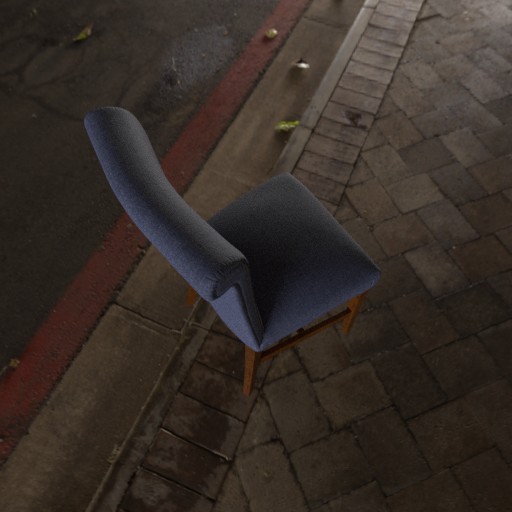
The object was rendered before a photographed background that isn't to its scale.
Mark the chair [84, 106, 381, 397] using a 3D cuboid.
[{"bbox_3d":[0.000,0.000,1.320,0.608,0.988,0.513,-30,63,-17],"label":"chair"}]
